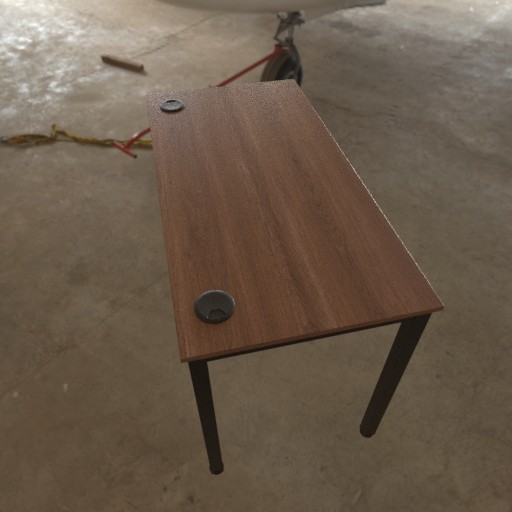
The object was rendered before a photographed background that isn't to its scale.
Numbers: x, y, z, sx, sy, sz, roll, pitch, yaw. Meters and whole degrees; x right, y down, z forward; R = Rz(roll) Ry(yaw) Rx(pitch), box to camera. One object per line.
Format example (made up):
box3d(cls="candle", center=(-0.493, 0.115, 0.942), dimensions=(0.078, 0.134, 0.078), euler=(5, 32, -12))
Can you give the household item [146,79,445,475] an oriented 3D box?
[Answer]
box3d(cls="household item", center=(0.000, 0.000, 1.629), dimensions=(0.600, 0.750, 1.200), euler=(-10, 47, -9))
